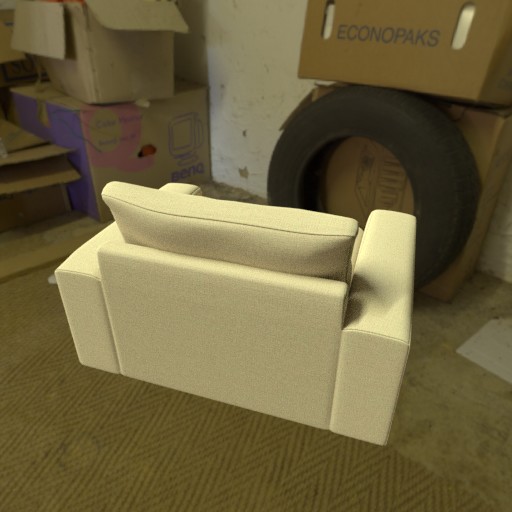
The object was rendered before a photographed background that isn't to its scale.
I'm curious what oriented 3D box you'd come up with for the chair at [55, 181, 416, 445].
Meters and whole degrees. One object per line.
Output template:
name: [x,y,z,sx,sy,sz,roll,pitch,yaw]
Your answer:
chair: [0.000,0.000,2.083,1.398,0.915,1.039,10,33,15]
